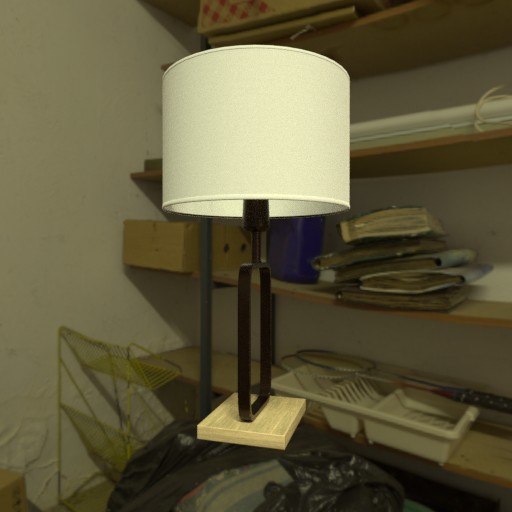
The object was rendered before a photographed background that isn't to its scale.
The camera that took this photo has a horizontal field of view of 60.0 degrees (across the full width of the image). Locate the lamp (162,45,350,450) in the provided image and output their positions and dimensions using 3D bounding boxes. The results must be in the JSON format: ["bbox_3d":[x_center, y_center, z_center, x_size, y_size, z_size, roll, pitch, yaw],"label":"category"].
[{"bbox_3d":[0.000,0.000,0.672,0.279,0.508,0.279,0,0,17],"label":"lamp"}]
